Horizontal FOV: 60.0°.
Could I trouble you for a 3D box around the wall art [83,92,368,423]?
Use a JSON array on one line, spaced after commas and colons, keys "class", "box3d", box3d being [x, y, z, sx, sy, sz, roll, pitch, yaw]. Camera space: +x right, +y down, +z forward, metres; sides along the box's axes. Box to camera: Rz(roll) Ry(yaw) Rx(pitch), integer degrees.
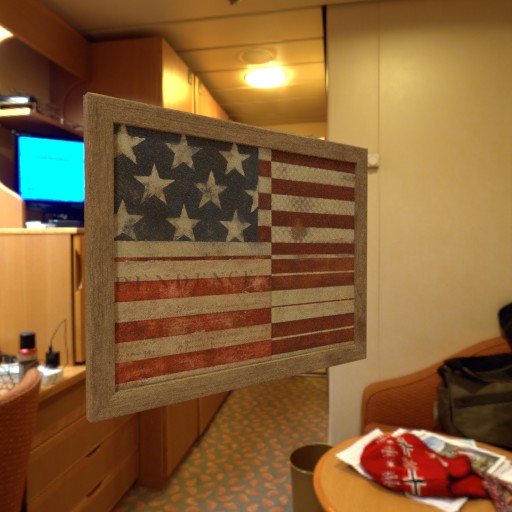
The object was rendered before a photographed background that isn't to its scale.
[{"class": "wall art", "box3d": [0.000, 0.000, 0.931, 0.690, 0.535, 0.026, -1, 2, -37]}]
